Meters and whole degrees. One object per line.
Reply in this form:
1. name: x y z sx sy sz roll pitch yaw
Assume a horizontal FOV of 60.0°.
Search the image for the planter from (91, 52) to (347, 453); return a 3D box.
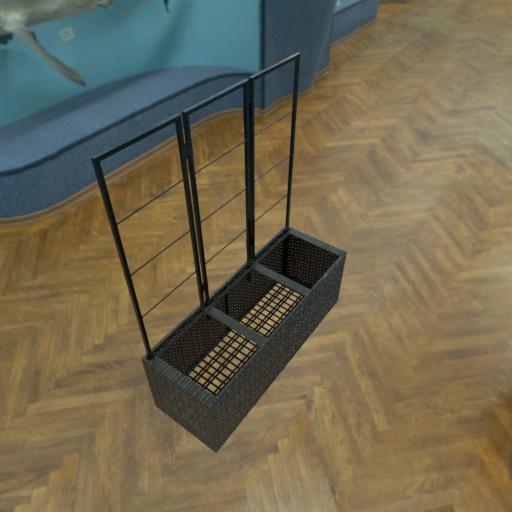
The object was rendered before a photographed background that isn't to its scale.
1. planter: 0.000 0.000 1.202 0.244 0.841 0.699 26 49 26
